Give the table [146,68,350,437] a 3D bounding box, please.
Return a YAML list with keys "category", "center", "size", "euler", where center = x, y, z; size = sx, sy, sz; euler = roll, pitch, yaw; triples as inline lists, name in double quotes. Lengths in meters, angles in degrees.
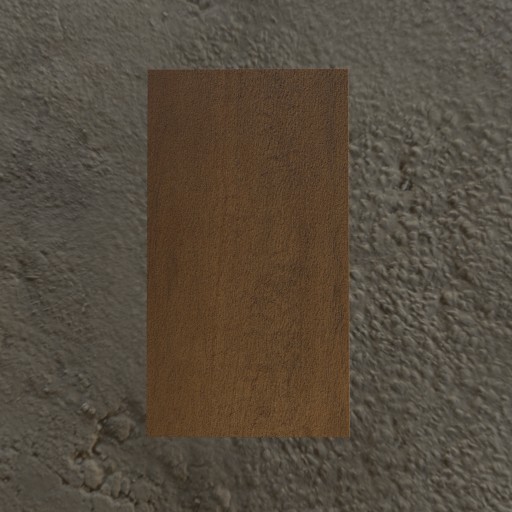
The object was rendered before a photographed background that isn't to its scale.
- category: "table"
  center: [0.000, 0.000, 1.730]
  size: [0.524, 1.294, 0.901]
  euler: [0, 89, 1]
